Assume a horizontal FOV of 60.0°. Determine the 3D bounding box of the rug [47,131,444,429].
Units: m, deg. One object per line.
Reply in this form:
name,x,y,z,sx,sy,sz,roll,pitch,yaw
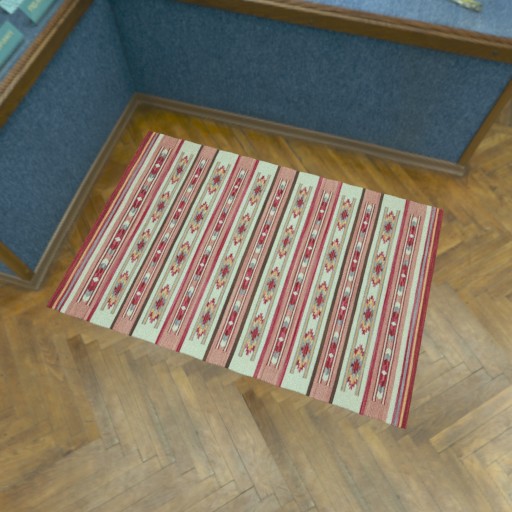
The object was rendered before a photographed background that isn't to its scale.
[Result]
rug,0.000,0.000,2.359,1.817,0.008,1.223,17,65,8
